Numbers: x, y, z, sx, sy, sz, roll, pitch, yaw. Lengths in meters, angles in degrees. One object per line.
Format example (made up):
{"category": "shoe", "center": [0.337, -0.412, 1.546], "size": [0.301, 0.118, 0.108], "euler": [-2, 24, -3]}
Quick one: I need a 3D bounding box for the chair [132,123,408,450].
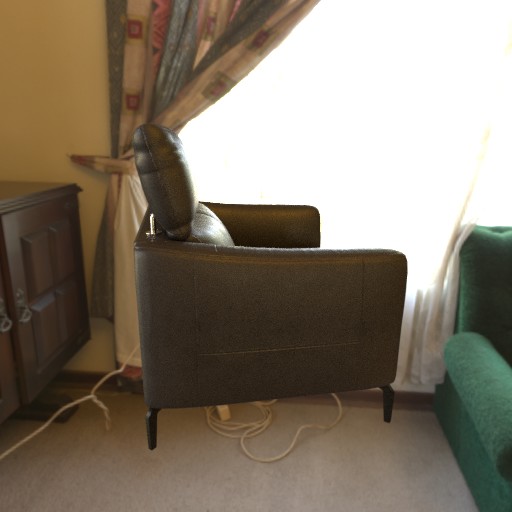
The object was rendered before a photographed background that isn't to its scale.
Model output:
{"category": "chair", "center": [0.000, 0.000, 1.670], "size": [0.809, 0.949, 0.976], "euler": [-3, 16, -9]}
